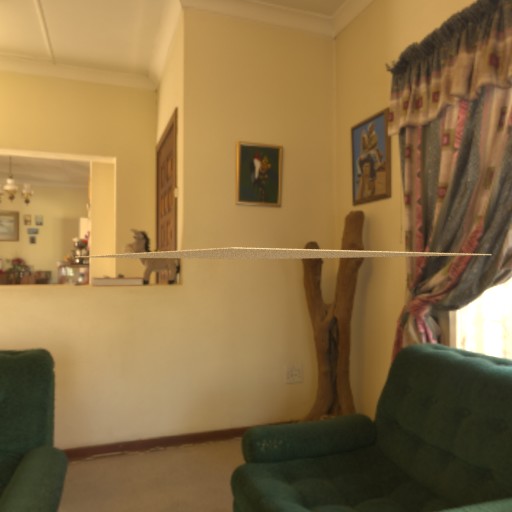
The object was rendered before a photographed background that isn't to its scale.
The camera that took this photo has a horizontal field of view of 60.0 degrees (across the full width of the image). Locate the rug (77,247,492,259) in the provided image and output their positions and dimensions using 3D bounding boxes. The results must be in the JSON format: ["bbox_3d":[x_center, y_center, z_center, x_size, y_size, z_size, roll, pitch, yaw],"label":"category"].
[{"bbox_3d":[0.000,0.000,4.084,2.454,0.005,3.067,1,-1,-36],"label":"rug"}]
